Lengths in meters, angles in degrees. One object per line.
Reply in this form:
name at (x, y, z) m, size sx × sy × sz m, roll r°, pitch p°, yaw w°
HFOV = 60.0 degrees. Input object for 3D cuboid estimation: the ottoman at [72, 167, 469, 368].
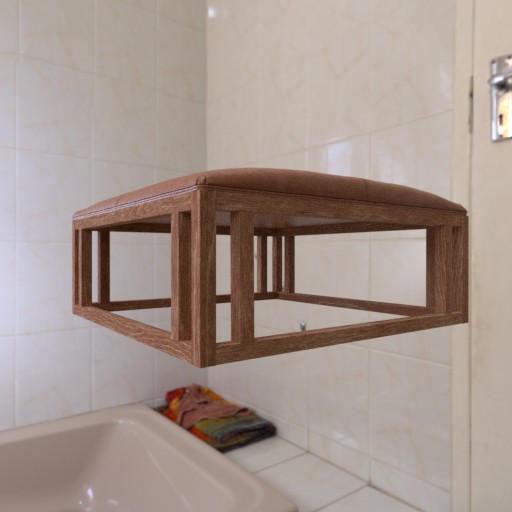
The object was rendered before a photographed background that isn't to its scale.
ottoman at (0.000, 0.000, 1.582) m, size 1.013 × 0.442 × 1.016 m, roll 0°, pitch 0°, yaw -36°
